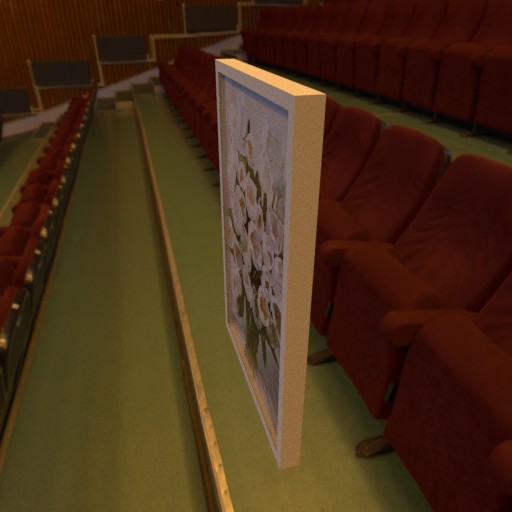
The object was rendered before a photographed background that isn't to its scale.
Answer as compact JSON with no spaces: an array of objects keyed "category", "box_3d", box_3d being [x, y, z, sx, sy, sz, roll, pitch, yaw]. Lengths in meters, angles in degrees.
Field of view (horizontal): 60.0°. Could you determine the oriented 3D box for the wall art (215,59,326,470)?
[{"category":"wall art","box_3d":[0.000,0.000,0.555,0.025,0.428,0.293,-8,30,-14]}]
